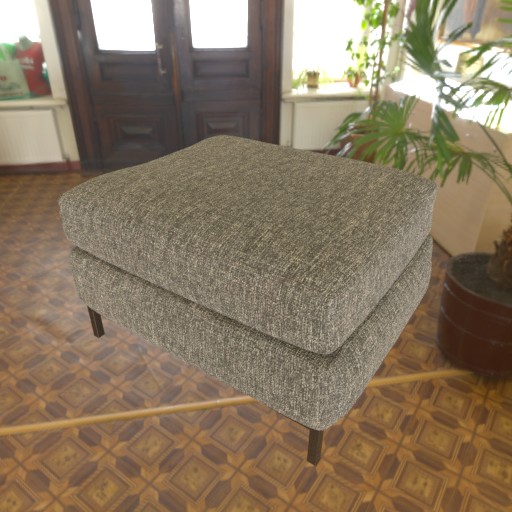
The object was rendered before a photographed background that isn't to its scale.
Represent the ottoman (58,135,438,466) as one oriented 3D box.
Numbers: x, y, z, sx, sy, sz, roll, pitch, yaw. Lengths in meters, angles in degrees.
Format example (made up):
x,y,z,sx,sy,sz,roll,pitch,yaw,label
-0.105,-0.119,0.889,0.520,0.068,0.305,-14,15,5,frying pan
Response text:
x,y,z,sx,sy,sz,roll,pitch,yaw,label
0.000,0.000,1.209,0.828,0.480,0.683,19,36,30,ottoman
